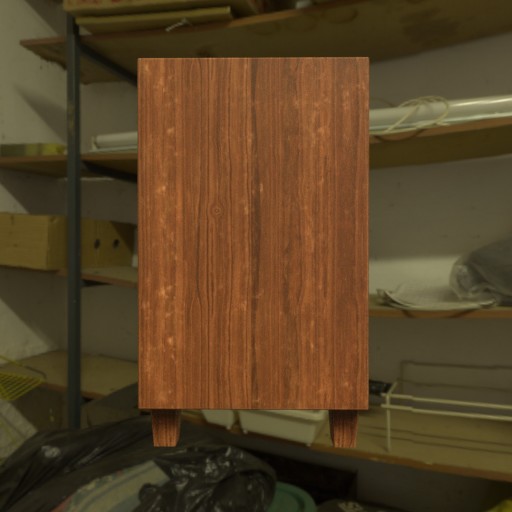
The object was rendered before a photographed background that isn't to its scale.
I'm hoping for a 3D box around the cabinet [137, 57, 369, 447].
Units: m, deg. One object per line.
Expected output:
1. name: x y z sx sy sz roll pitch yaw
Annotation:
1. cabinet: 0.000 0.000 1.075 0.410 0.695 0.607 0 0 1
